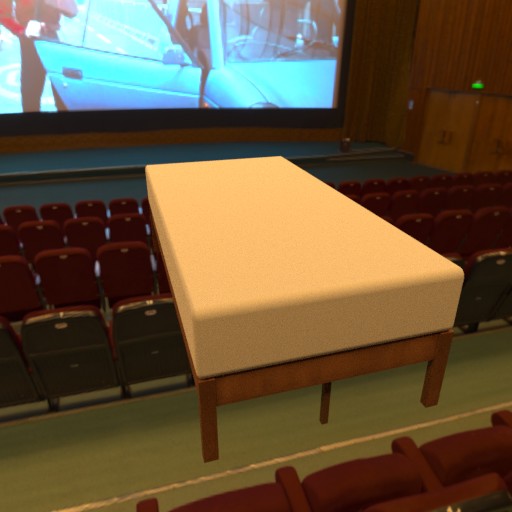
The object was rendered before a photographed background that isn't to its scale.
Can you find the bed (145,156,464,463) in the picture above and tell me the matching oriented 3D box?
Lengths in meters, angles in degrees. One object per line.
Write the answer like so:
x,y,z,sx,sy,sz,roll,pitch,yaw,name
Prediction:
0.000,0.000,2.362,0.961,0.616,1.902,-7,26,-15,bed
